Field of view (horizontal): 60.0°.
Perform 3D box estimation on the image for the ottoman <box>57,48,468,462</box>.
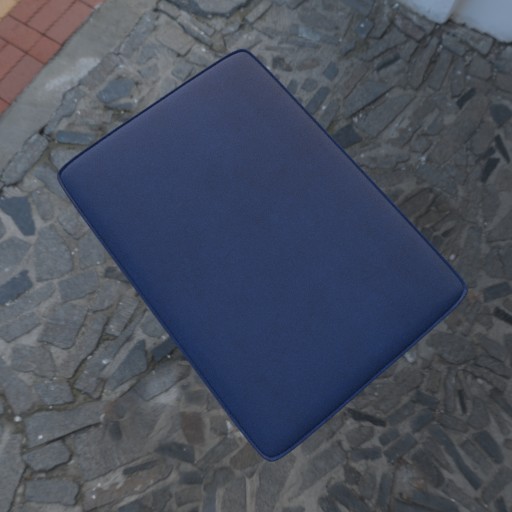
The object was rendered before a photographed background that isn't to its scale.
[{"bbox_3d":[0.000,0.000,1.409,0.686,0.584,0.965,-38,78,-9],"label":"ottoman"}]
